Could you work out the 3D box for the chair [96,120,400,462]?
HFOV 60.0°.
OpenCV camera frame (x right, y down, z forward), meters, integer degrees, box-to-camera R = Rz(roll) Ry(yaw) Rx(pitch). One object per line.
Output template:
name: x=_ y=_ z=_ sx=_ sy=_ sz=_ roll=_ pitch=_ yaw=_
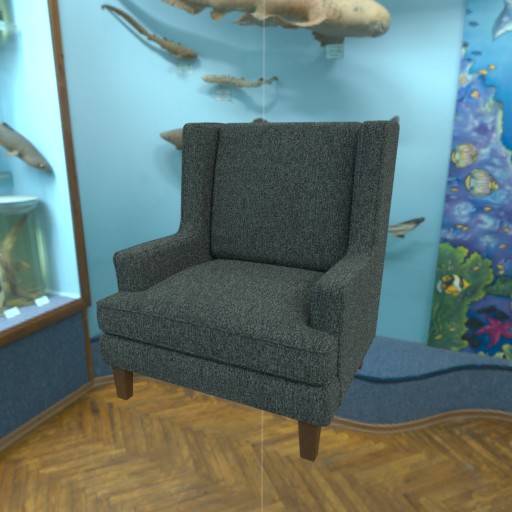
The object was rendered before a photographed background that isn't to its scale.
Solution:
chair: x=0.000 y=0.000 z=1.840 sx=0.942 sy=1.082 sz=0.927 roll=7 pitch=17 yaw=25
